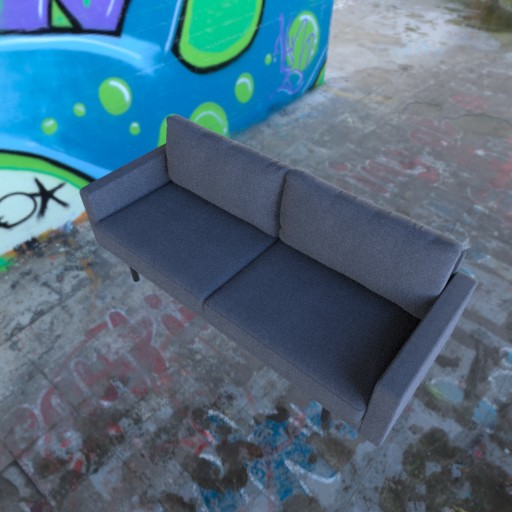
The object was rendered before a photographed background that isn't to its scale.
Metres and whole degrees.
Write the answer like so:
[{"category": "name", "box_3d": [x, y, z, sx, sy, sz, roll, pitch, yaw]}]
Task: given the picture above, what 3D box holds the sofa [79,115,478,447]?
[{"category": "sofa", "box_3d": [0.000, 0.000, 2.509, 2.100, 0.880, 0.880, 30, 52, 27]}]
